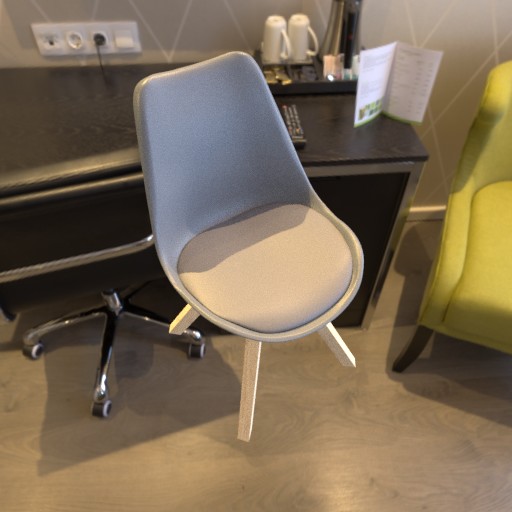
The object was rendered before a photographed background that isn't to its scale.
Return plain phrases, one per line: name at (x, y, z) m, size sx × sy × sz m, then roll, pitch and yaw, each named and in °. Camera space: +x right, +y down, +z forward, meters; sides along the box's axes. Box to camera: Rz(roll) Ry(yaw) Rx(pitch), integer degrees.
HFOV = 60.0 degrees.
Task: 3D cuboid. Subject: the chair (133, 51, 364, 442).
chair at (0.000, 0.000, 1.184) m, size 0.485 × 0.850 × 0.550 m, roll -27°, pitch 53°, yaw -23°
